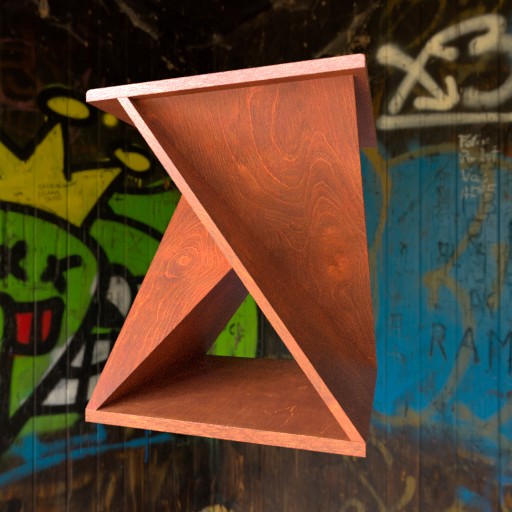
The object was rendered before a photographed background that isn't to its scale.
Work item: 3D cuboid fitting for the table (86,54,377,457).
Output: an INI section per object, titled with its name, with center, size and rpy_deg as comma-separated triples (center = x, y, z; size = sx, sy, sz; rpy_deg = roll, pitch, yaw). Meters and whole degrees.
[table]
center = 0.000, 0.000, 0.837
size = 0.427, 0.520, 0.427
rpy_deg = 0, 0, 17
